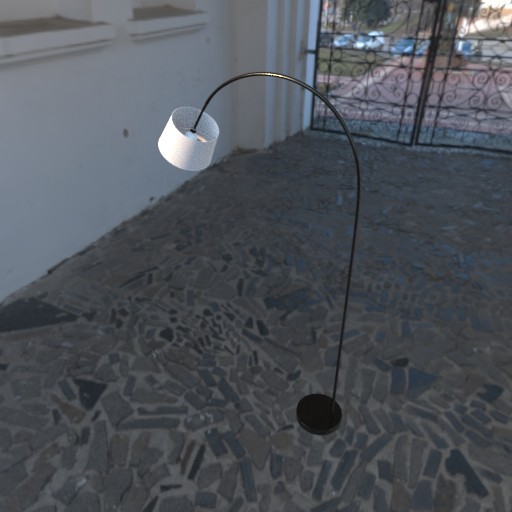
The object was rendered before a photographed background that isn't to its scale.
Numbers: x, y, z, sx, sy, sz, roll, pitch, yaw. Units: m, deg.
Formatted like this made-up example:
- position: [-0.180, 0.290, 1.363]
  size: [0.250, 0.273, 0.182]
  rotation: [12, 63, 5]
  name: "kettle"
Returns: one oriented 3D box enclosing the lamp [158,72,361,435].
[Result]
- position: [0.000, 0.000, 2.690]
  size: [1.363, 2.104, 0.331]
  rotation: [22, 38, 32]
  name: "lamp"
